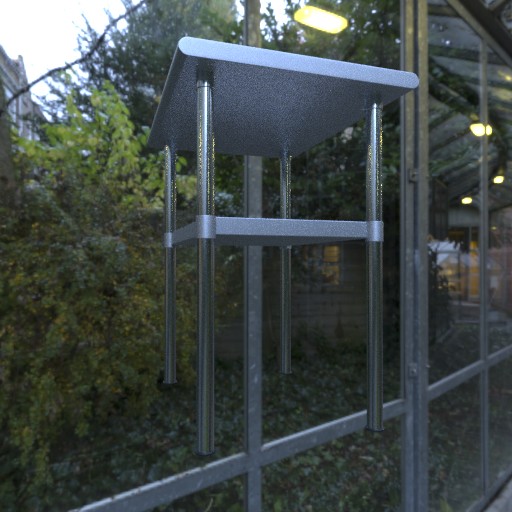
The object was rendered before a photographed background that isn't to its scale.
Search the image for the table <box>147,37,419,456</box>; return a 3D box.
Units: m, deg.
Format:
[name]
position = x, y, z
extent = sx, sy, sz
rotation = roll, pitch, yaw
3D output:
[table]
position = 0.000, 0.000, 1.339
extent = 0.584, 0.876, 0.762
rotation = 0, -1, -18
